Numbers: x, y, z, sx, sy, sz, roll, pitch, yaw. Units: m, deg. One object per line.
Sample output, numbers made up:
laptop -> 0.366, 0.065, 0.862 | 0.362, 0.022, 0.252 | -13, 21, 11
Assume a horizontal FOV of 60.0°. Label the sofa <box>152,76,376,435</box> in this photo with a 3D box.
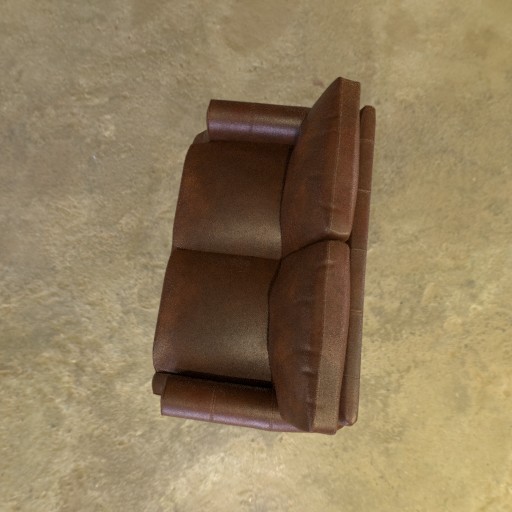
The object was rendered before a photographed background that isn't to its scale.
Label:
sofa -> 0.000, 0.000, 2.244 | 0.990, 0.976, 1.616 | 7, 76, 2
